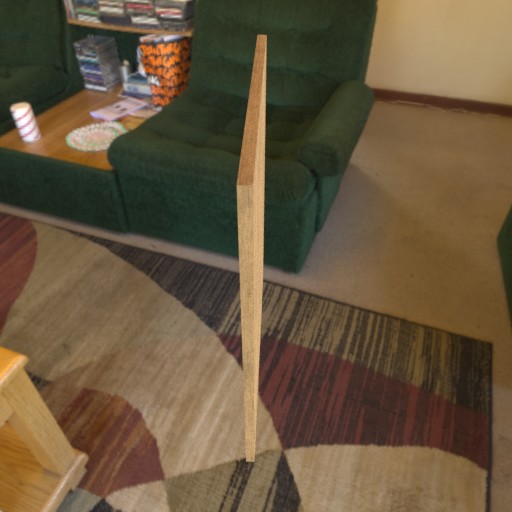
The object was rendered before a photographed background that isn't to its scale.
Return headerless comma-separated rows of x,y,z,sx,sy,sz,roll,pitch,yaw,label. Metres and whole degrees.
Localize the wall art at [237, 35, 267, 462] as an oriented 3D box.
0.000,0.000,0.901,0.018,0.686,0.534,2,42,2,wall art
